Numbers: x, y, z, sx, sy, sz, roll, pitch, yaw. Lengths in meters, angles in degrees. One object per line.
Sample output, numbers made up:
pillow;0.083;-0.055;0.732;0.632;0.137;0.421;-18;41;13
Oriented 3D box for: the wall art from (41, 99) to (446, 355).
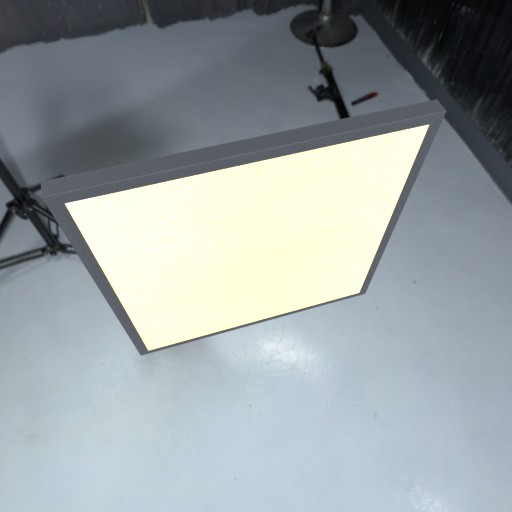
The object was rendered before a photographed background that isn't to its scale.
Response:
wall art;0.000;0.000;1.132;0.762;0.760;0.037;-14;58;-9
